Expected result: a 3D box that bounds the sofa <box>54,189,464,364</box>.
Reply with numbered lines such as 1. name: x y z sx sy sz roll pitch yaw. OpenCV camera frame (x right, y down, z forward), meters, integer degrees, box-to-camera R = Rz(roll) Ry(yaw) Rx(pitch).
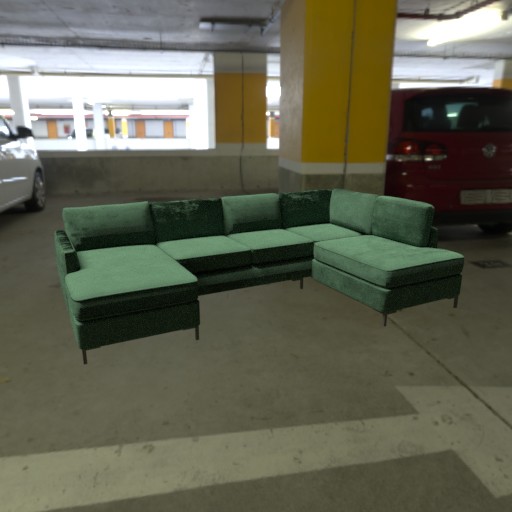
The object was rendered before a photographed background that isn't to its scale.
1. sofa: 0.000 0.000 4.291 3.434 0.992 2.055 -8 17 -27
